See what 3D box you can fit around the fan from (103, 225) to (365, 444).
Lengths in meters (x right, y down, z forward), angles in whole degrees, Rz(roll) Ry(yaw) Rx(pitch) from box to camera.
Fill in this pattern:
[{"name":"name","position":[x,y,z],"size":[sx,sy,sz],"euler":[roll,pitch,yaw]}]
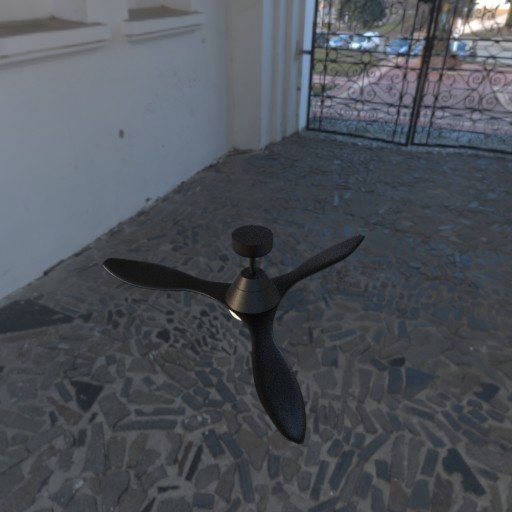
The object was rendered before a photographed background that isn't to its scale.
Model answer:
[{"name":"fan","position":[0.000,0.000,1.652],"size":[1.067,0.305,1.067],"euler":[22,38,31]}]
